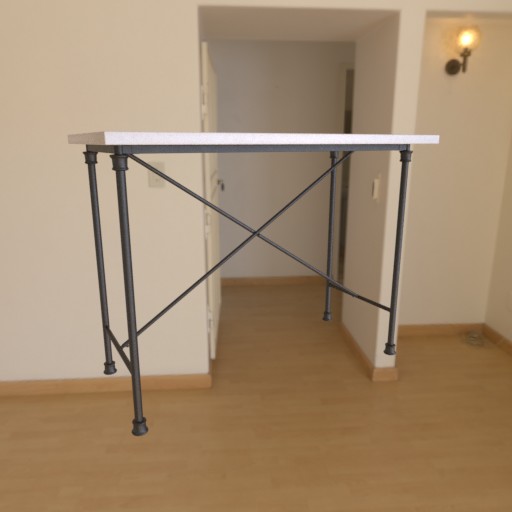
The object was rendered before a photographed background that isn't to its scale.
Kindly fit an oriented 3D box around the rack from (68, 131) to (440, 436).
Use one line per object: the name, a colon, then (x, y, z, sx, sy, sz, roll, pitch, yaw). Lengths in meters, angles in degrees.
rack: (0.000, 0.000, 1.669, 1.159, 0.880, 0.613, -8, 17, -29)
